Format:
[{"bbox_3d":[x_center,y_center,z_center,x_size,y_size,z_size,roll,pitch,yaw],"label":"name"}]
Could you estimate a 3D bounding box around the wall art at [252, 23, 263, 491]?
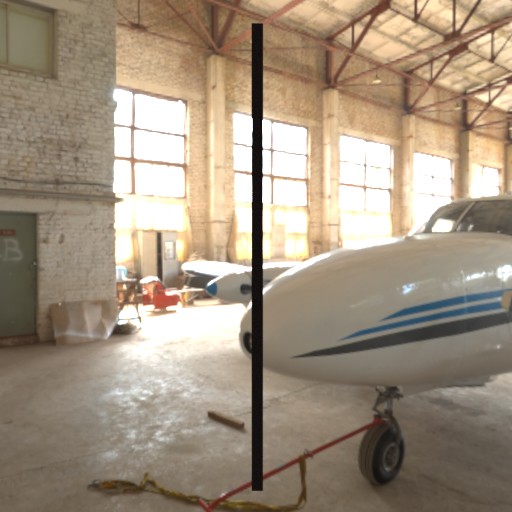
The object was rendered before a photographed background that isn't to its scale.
[{"bbox_3d":[0.000,0.000,0.695,0.013,0.534,0.380,0,1,0],"label":"wall art"}]
